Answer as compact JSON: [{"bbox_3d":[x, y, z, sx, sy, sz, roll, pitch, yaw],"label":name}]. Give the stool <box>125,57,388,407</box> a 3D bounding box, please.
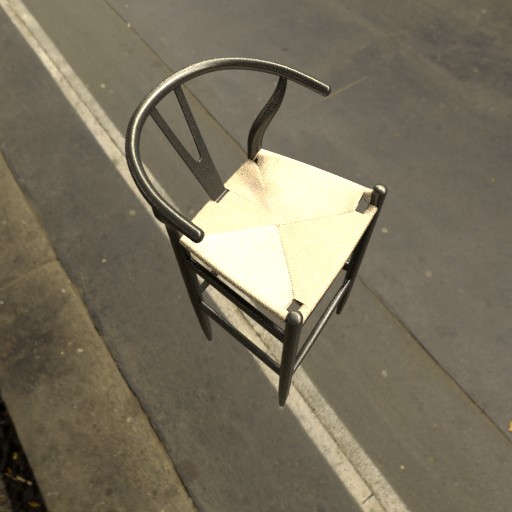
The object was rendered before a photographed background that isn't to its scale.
[{"bbox_3d":[0.000,0.000,1.437,0.579,1.072,0.569,30,63,17],"label":"stool"}]
